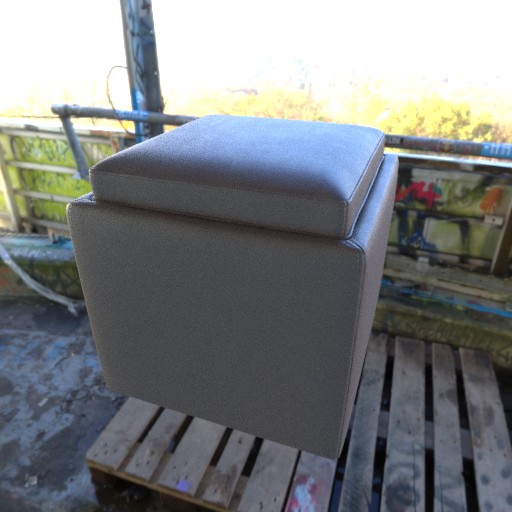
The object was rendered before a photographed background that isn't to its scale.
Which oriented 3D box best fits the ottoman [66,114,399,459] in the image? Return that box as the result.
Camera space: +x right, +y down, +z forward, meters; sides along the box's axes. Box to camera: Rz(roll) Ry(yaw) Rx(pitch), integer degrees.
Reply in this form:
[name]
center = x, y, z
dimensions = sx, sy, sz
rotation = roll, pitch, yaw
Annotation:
[ottoman]
center = 0.000, 0.000, 0.830
dimensions = 0.450, 0.460, 0.451
rotation = 10, 30, 18
